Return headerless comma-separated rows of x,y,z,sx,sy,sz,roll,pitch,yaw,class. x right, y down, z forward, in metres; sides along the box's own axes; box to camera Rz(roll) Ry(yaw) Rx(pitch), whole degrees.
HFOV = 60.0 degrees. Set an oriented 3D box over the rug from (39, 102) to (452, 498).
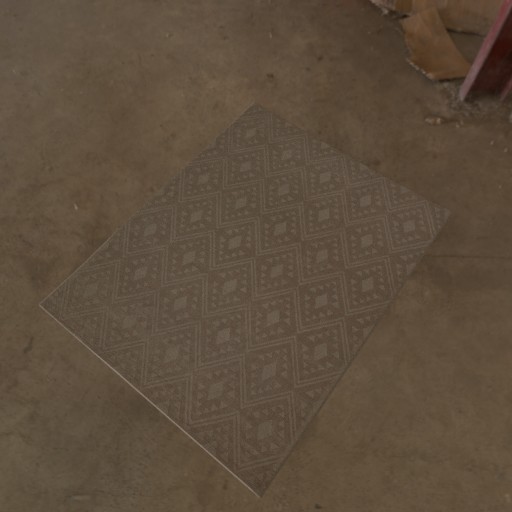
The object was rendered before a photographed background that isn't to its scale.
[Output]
0.000,0.000,4.004,2.399,0.054,3.011,34,67,16,rug
